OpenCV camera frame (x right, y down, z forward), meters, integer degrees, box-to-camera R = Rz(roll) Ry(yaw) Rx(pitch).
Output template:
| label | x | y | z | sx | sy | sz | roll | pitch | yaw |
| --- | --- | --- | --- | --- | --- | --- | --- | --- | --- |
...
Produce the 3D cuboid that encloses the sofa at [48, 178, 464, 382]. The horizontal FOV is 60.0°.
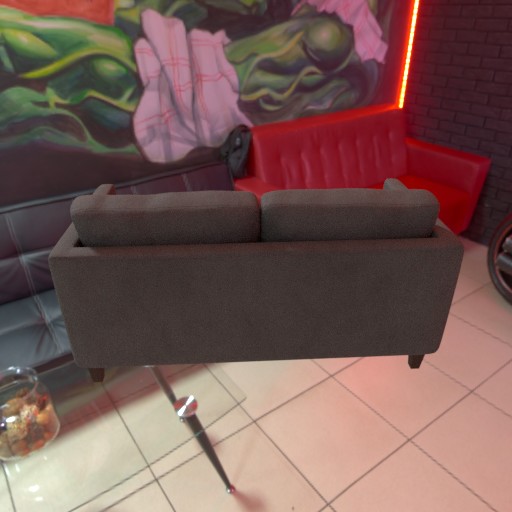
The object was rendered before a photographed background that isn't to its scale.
| label | x | y | z | sx | sy | sz | roll | pitch | yaw |
| --- | --- | --- | --- | --- | --- | --- | --- | --- | --- |
| sofa | 0.000 | 0.000 | 2.486 | 1.884 | 0.963 | 0.950 | -2 | 29 | -3 |
